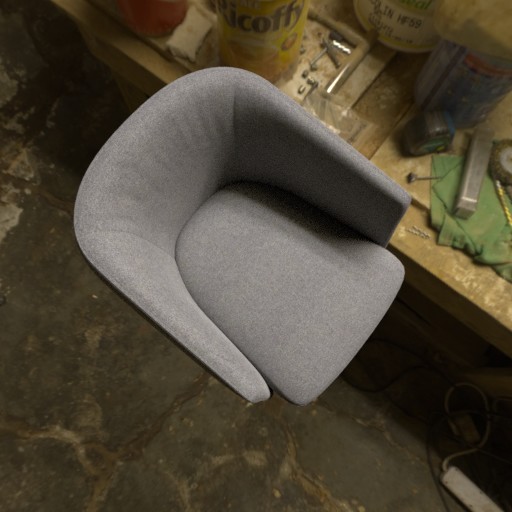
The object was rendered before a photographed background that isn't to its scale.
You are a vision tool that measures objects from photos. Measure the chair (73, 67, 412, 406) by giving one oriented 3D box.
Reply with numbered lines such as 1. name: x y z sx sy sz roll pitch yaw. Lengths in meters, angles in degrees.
1. chair: 0.000 0.000 1.632 0.986 0.861 0.822 39 79 9
